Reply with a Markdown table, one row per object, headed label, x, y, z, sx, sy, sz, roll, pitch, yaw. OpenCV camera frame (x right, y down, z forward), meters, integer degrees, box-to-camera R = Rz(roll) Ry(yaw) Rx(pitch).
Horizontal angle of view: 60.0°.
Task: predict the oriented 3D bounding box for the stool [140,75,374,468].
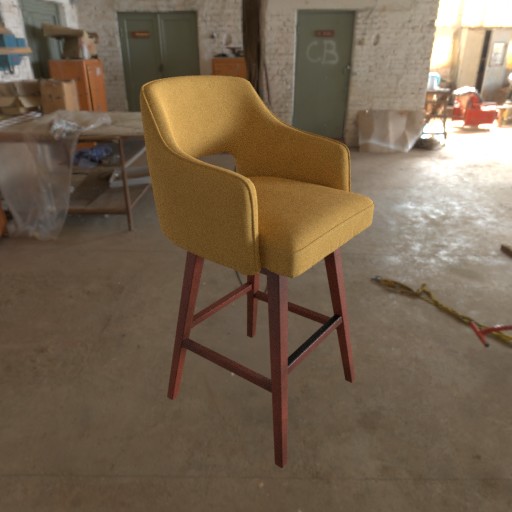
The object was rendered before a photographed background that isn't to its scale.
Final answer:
| label | x | y | z | sx | sy | sz | roll | pitch | yaw |
| --- | --- | --- | --- | --- | --- | --- | --- | --- | --- |
| stool | 0.000 | 0.000 | 1.368 | 0.558 | 1.012 | 0.548 | 18 | 31 | 33 |
